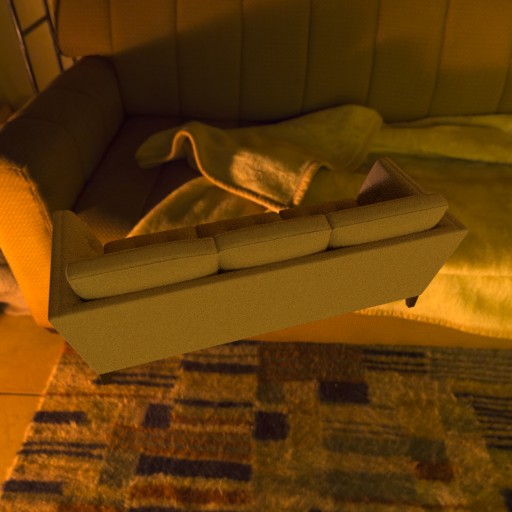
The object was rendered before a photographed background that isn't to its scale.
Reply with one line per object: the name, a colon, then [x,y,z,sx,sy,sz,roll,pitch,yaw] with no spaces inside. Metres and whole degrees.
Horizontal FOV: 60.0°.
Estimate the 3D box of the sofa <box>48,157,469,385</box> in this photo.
sofa: [0.000,0.000,2.921,2.388,0.940,0.965,-12,42,-13]
